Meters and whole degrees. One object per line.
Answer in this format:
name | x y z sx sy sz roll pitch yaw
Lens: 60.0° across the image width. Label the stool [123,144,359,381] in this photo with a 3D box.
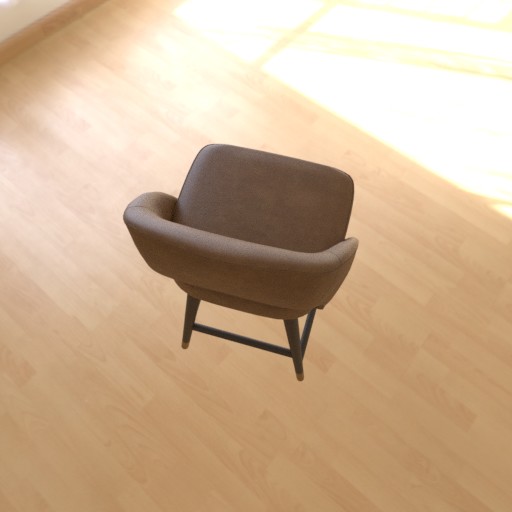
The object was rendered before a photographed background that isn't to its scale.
stool | 0.000 0.000 1.240 0.494 0.940 0.509 14 64 7
